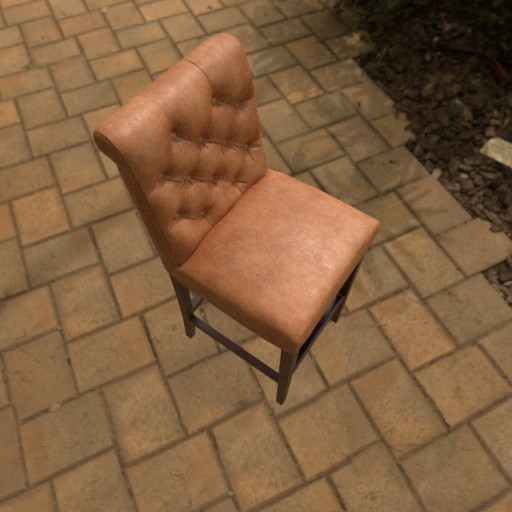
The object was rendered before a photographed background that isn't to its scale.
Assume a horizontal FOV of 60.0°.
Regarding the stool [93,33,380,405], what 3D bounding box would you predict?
[{"bbox_3d":[0.000,0.000,1.451,0.601,1.140,0.493,31,64,17],"label":"stool"}]
